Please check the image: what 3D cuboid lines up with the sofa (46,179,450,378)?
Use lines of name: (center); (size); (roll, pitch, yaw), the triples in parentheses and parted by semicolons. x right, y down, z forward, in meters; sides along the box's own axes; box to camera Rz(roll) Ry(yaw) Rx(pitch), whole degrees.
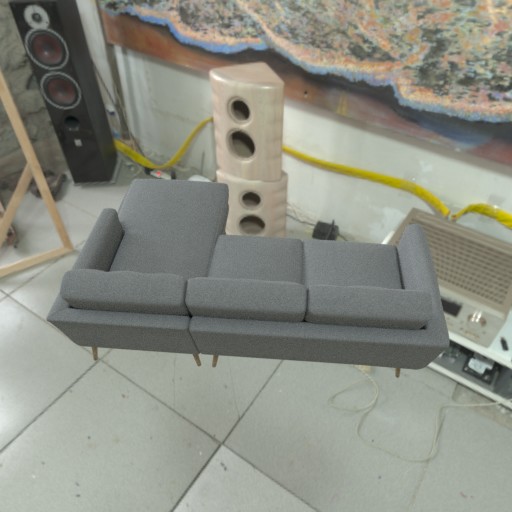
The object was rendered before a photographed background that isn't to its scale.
sofa: (0.000, 0.000, 2.838); (2.040, 0.860, 1.530); (3, 44, 3)
